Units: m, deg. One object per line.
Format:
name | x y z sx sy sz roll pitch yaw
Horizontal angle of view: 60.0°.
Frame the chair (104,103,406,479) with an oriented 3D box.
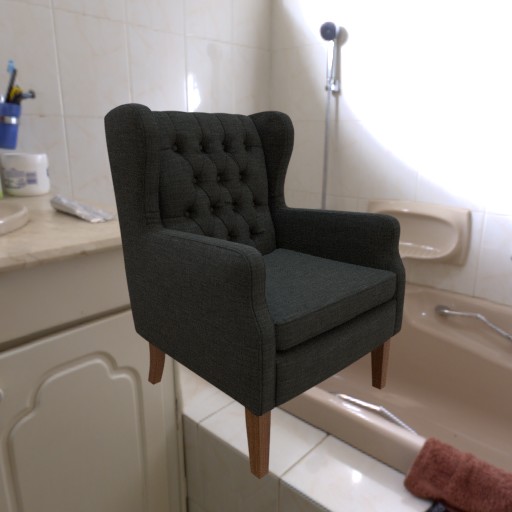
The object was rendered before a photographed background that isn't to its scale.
chair | 0.000 0.000 1.469 0.711 0.953 0.775 -14 21 -43
